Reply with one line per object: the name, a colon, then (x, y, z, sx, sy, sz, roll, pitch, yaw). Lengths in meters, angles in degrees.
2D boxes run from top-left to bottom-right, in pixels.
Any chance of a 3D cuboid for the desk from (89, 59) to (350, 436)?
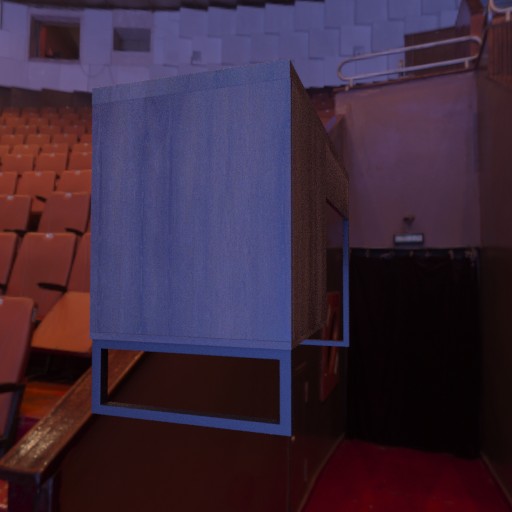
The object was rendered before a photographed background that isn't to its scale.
desk: (0.000, 0.000, 1.494, 0.511, 0.752, 1.134, -1, -2, 18)
